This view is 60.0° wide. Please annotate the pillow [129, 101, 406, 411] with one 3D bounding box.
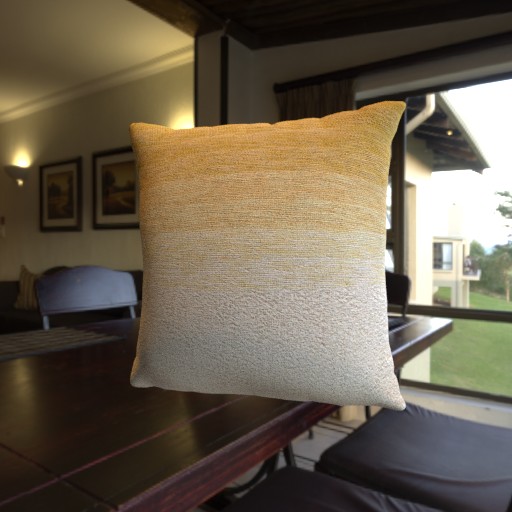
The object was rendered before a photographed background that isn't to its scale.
[{"bbox_3d":[0.000,0.000,0.700,0.450,0.450,0.211,0,1,16],"label":"pillow"}]
